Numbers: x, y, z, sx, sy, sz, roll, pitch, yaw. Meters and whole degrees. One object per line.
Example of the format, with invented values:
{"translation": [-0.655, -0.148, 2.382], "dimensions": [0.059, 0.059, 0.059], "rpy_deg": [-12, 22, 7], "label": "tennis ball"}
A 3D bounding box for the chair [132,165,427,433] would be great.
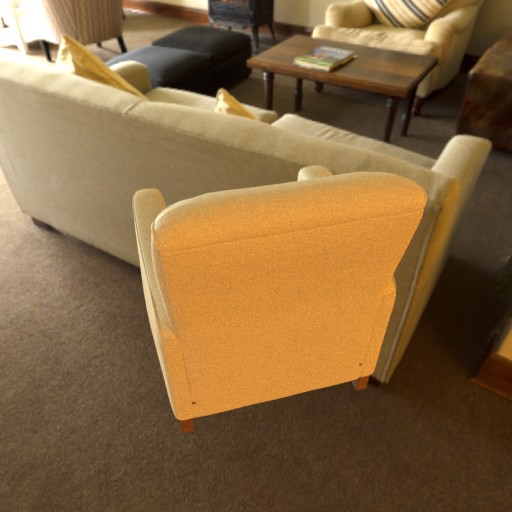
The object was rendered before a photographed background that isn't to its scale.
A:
{"translation": [0.000, 0.000, 1.642], "dimensions": [0.841, 1.023, 0.858], "rpy_deg": [-10, 42, -11], "label": "chair"}
